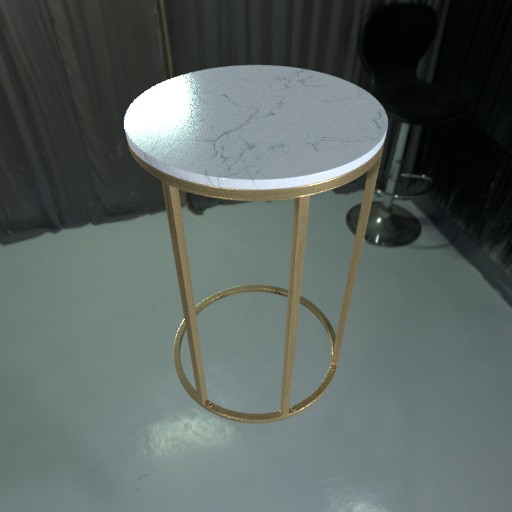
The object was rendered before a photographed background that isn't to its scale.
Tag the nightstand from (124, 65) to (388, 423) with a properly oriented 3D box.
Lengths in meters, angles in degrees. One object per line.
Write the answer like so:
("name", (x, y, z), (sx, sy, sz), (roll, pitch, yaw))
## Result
("nightstand", (0.000, 0.000, 0.892), (0.400, 0.610, 0.400), (-12, 44, -13))
